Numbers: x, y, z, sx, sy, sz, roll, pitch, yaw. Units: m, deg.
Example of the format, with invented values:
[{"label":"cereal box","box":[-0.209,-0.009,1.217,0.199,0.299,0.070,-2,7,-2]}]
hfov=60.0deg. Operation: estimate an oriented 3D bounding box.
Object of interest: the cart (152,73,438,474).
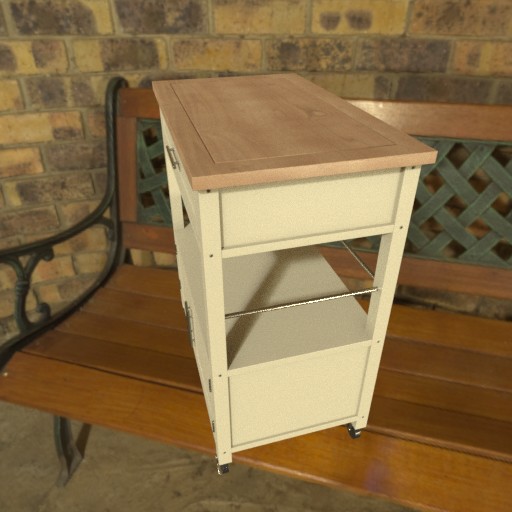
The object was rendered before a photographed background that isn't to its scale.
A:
[{"label":"cart","box":[0.000,0.000,1.347,0.459,0.901,0.840,-9,34,-13]}]
